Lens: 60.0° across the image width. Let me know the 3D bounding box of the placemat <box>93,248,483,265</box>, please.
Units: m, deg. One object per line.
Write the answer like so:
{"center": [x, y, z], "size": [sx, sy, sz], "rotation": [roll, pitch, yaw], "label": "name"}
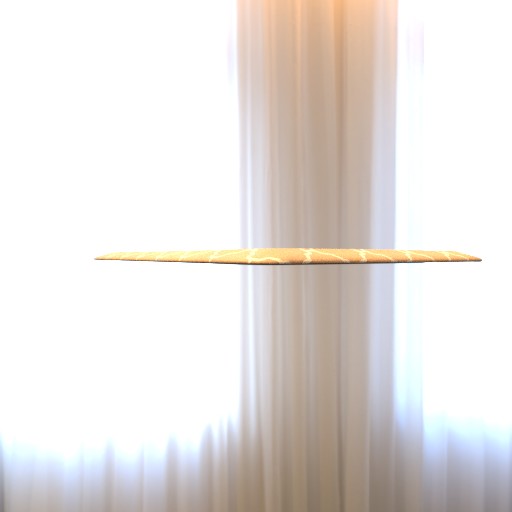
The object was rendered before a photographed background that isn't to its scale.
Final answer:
{"center": [0.000, 0.000, 0.969], "size": [0.508, 0.021, 0.762], "rotation": [0, 0, -35], "label": "placemat"}
